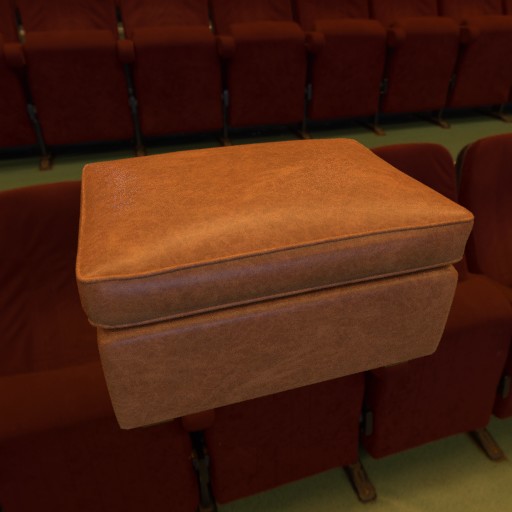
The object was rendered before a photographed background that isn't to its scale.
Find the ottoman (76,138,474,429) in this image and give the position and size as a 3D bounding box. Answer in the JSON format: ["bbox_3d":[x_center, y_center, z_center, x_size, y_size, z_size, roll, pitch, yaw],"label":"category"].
[{"bbox_3d":[0.000,0.000,1.077,0.756,0.468,0.554,-9,33,-15],"label":"ottoman"}]
